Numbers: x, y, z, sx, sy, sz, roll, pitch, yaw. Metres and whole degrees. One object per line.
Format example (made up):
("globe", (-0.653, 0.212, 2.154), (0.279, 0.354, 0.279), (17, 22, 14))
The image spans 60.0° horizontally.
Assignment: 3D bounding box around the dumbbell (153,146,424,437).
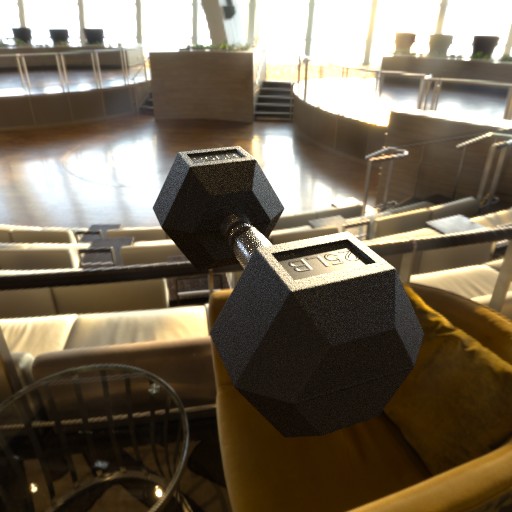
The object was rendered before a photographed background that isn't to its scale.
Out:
("dumbbell", (0.000, 0.000, 0.377), (0.129, 0.113, 0.315), (-11, 31, -18))
